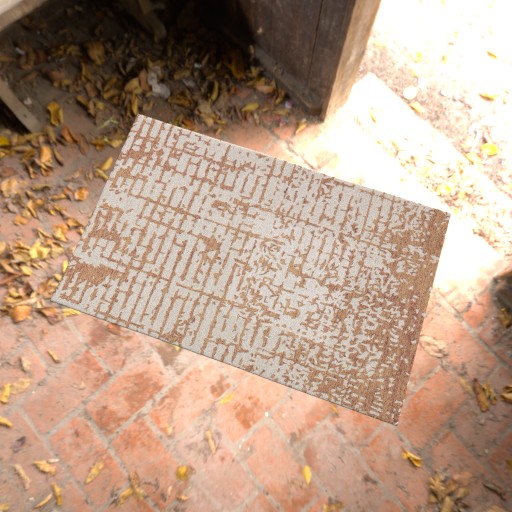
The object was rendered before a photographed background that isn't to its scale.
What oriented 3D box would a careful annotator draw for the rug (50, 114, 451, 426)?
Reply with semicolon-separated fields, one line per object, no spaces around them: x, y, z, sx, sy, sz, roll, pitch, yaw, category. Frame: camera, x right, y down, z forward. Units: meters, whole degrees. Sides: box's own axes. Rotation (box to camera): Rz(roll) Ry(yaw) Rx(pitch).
0.000;0.000;3.092;2.435;0.011;1.517;19;76;5;rug
